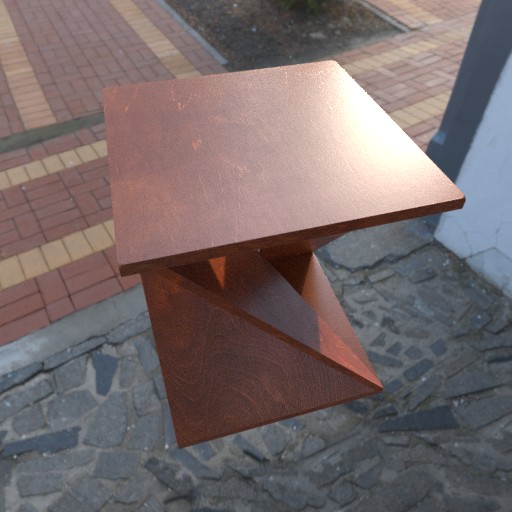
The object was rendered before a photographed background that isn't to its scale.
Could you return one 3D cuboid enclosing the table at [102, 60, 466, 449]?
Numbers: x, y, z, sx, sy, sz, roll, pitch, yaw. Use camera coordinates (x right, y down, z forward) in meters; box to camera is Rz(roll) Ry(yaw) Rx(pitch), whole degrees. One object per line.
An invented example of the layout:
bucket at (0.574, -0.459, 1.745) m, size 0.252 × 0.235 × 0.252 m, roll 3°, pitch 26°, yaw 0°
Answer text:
table at (0.000, 0.000, 0.842) m, size 0.427 × 0.520 × 0.427 m, roll -12°, pitch 47°, yaw -11°
